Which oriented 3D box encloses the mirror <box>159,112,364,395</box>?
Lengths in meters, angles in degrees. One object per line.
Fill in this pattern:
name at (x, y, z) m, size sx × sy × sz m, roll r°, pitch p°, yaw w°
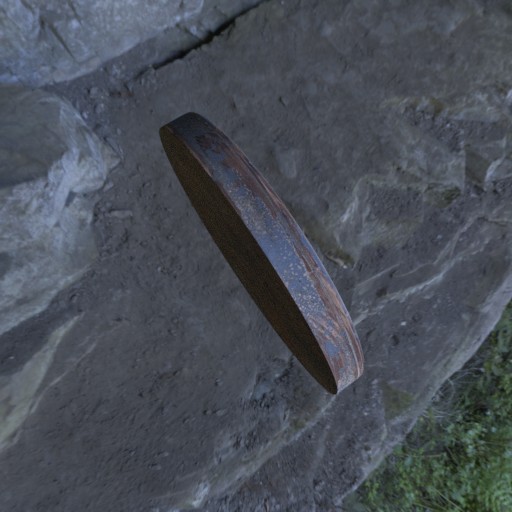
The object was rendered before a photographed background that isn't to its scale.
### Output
mirror at (0.000, 0.000, 0.866) m, size 0.061 × 0.585 × 0.585 m, roll -33°, pitch 78°, yaw -8°
